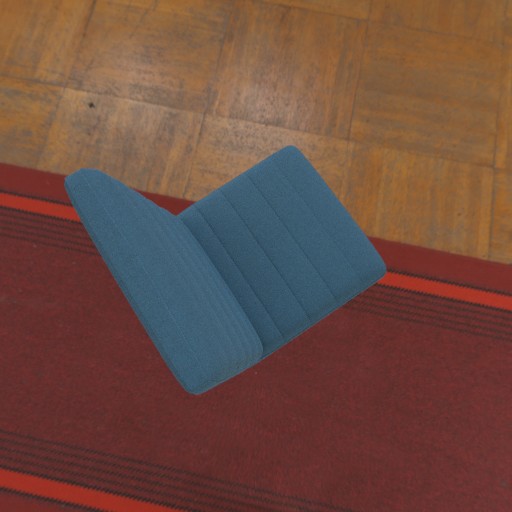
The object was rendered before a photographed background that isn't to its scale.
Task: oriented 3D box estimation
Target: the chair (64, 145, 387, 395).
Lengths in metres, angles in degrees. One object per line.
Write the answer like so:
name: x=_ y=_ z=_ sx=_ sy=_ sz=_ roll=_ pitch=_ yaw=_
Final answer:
chair: x=0.000 y=0.000 z=1.317 sx=0.634 sy=0.930 sz=0.520 roll=-33 pitch=78 yaw=-8
